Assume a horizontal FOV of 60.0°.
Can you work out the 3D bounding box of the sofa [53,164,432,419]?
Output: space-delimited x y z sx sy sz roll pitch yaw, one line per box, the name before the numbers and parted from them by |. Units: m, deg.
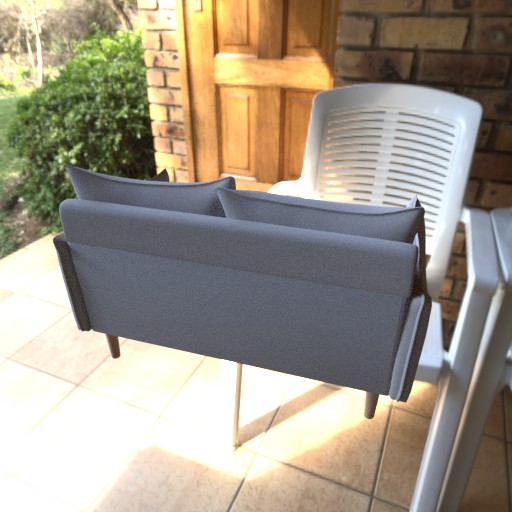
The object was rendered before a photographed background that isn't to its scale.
sofa | 0.000 0.000 1.826 1.300 0.840 0.820 9 31 15
